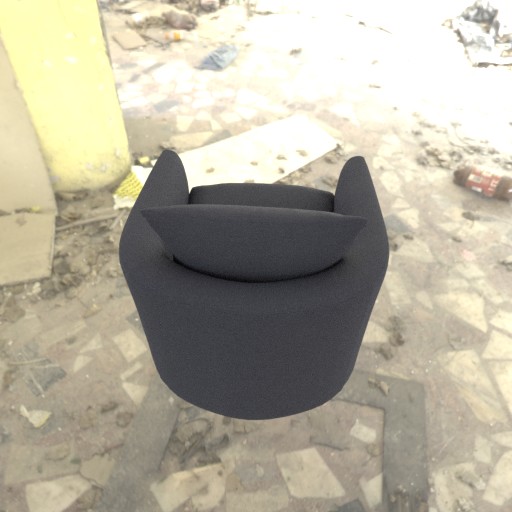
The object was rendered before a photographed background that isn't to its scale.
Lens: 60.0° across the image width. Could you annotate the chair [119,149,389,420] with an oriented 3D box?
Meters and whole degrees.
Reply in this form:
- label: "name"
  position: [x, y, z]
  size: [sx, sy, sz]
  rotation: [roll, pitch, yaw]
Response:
- label: "chair"
  position: [0.000, 0.000, 1.603]
  size: [0.845, 0.848, 0.910]
  rotation: [2, 46, 2]
